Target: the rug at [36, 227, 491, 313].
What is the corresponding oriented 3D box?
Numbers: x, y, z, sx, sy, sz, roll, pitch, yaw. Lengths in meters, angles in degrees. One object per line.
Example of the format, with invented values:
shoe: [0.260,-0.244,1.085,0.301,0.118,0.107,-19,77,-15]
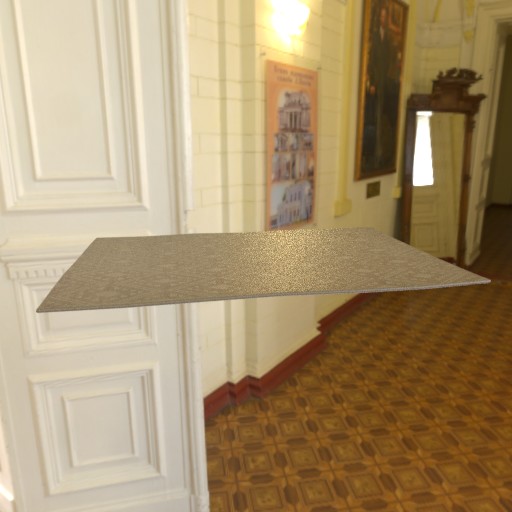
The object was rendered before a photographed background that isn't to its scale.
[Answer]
rug: [0.000,0.000,2.344,1.829,0.034,1.252,-2,15,-9]
